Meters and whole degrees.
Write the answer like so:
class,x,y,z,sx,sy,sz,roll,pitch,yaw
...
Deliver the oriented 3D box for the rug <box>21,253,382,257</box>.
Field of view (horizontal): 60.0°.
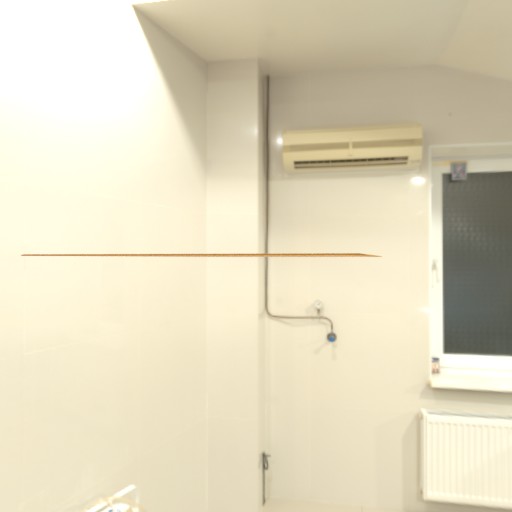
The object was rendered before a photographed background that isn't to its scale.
class,x,y,z,sx,sy,sz,roll,pitch,yaw
rug,0.000,0.000,2.919,1.525,0.007,2.336,0,0,18
